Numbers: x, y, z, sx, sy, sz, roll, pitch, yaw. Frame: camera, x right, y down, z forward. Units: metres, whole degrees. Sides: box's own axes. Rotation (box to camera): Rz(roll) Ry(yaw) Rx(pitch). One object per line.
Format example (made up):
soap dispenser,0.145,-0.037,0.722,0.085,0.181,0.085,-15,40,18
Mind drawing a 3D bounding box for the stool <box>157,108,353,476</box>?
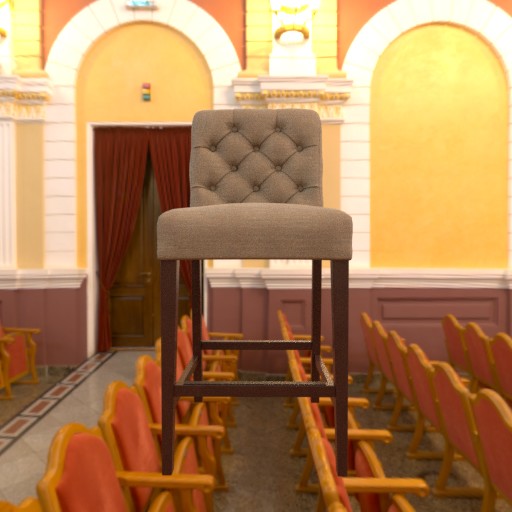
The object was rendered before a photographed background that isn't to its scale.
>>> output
stool,0.000,0.000,1.406,0.486,1.084,0.660,0,2,1
